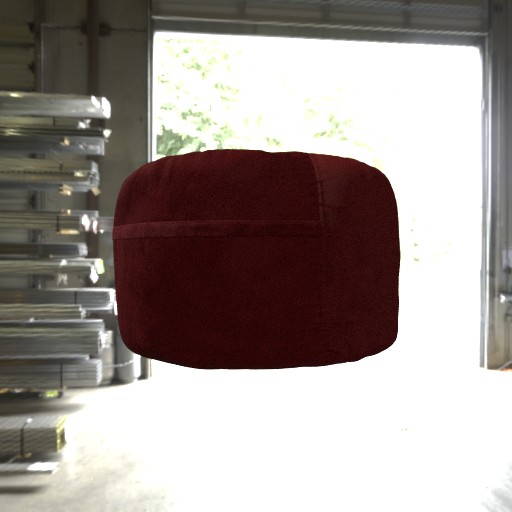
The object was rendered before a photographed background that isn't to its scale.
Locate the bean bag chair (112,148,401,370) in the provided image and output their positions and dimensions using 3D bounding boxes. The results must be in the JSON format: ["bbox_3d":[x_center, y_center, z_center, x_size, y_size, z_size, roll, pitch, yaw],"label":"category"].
[{"bbox_3d":[0.000,0.000,1.975,1.219,0.762,1.219,0,0,0],"label":"bean bag chair"}]
